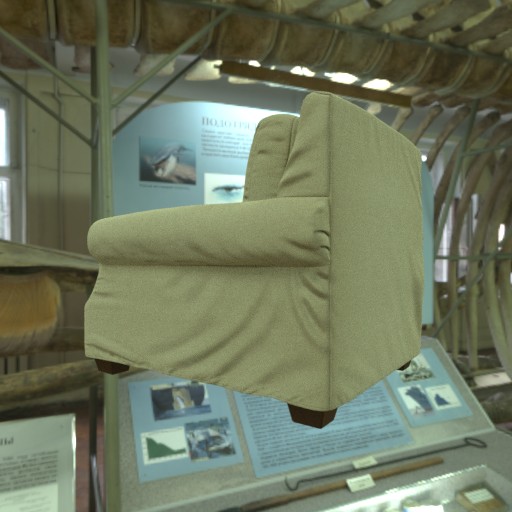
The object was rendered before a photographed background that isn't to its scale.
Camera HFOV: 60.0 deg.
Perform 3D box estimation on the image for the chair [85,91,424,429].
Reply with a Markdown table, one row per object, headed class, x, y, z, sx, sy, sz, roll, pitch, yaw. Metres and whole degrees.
| class | x | y | z | sx | sy | sz | roll | pitch | yaw |
| --- | --- | --- | --- | --- | --- | --- | --- | --- | --- |
| chair | 0.000 | 0.000 | 1.689 | 1.066 | 0.866 | 0.940 | 0 | 1 | 36 |
